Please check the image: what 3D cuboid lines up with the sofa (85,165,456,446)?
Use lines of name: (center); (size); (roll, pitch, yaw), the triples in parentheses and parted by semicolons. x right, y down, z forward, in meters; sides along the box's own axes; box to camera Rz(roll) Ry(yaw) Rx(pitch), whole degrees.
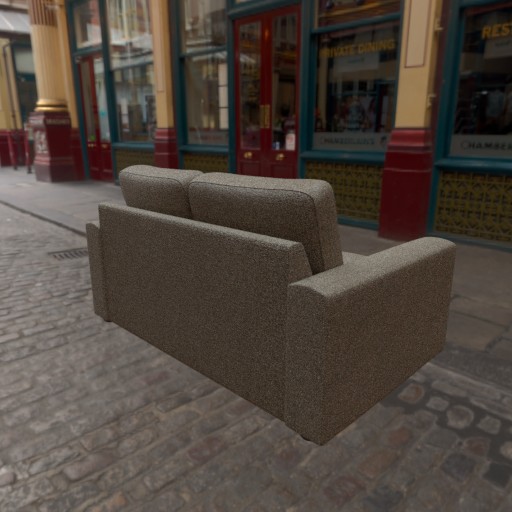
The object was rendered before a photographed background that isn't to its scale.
sofa: (0.000, 0.000, 2.231); (1.616, 0.873, 1.016); (15, 21, 43)
